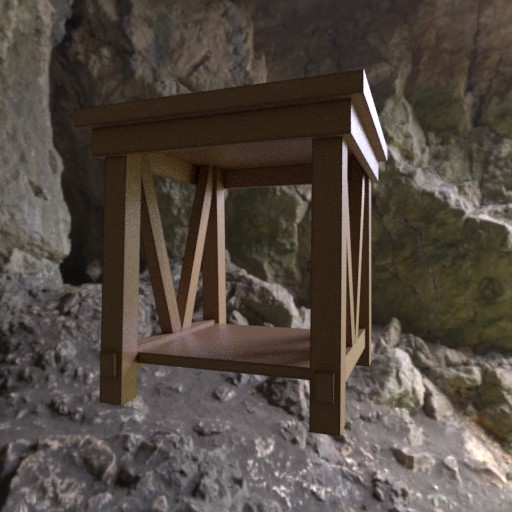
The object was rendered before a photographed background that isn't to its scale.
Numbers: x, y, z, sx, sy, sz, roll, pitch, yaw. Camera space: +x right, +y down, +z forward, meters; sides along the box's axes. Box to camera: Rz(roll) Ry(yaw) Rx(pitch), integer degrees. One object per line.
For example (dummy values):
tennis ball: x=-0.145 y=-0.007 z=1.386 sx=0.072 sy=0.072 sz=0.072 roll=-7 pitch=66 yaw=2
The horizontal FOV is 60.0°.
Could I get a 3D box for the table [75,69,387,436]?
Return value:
table: x=0.000 y=0.000 z=1.141 sx=0.610 sy=0.638 sz=0.612 roll=0 pitch=1 yaw=20
